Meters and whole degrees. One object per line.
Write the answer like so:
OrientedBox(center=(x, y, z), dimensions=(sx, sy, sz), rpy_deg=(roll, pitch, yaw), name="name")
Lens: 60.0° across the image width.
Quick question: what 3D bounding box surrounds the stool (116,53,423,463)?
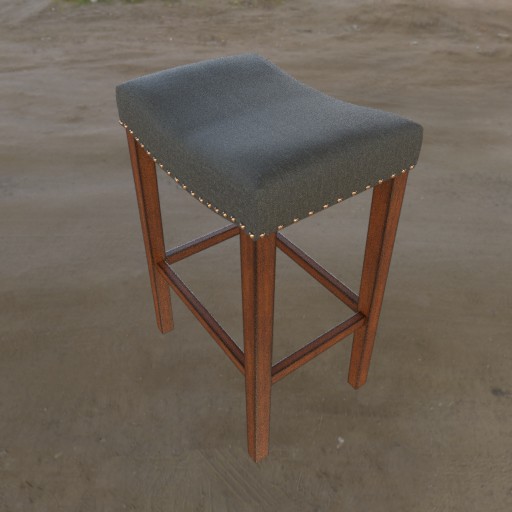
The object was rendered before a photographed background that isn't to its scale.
OrientedBox(center=(0.000, 0.000, 1.020), dimensions=(0.366, 0.748, 0.502), rpy_deg=(-26, 47, -26), name="stool")
